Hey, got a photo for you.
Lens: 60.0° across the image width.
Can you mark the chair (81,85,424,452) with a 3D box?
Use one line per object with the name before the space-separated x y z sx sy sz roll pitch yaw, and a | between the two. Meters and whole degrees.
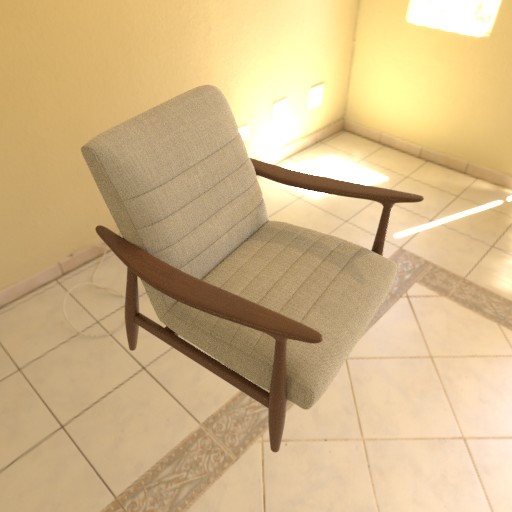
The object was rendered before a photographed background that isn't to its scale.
chair | 0.000 0.000 1.445 0.798 0.832 0.741 24 46 25
